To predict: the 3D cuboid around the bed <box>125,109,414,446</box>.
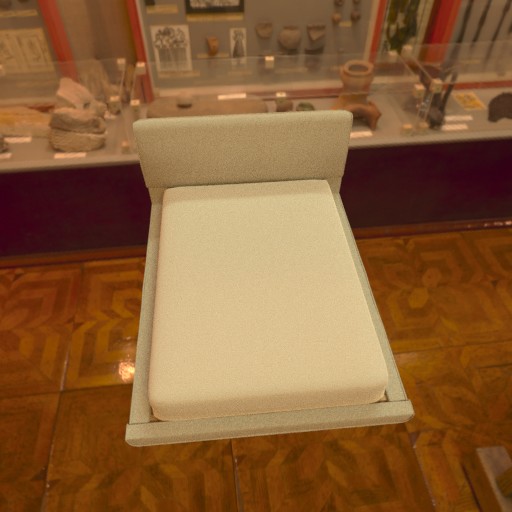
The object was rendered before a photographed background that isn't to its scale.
[{"bbox_3d":[0.000,0.000,3.351,1.840,1.067,2.368,-4,48,-3],"label":"bed"}]
